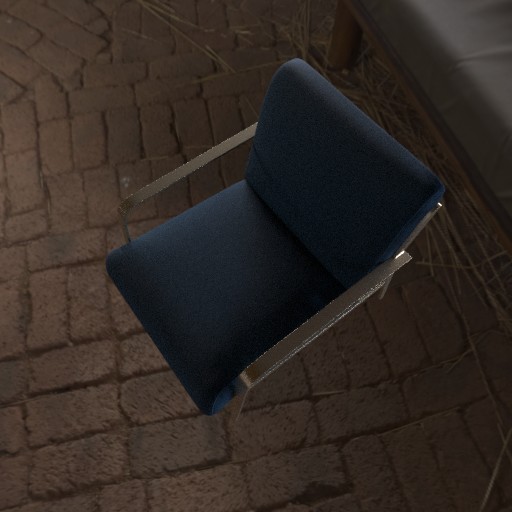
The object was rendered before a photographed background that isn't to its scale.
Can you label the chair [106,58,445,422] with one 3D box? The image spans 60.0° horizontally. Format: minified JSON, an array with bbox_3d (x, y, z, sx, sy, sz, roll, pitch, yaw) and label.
[{"bbox_3d":[0.000,0.000,1.484,0.859,0.831,0.692,-34,69,-15],"label":"chair"}]
